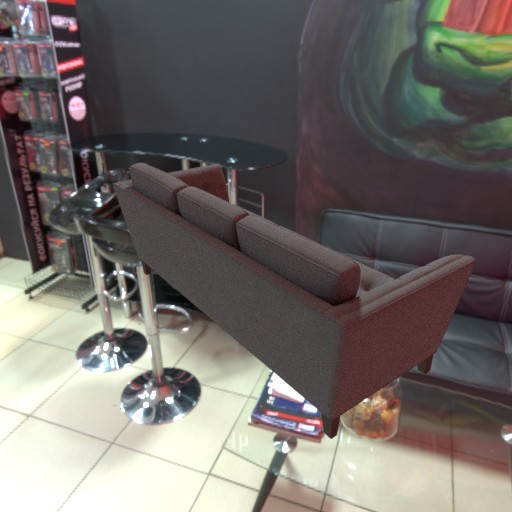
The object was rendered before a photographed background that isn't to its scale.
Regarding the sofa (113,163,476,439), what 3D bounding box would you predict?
[{"bbox_3d":[0.000,0.000,2.931,0.965,0.940,2.387,-18,31,-33],"label":"sofa"}]
